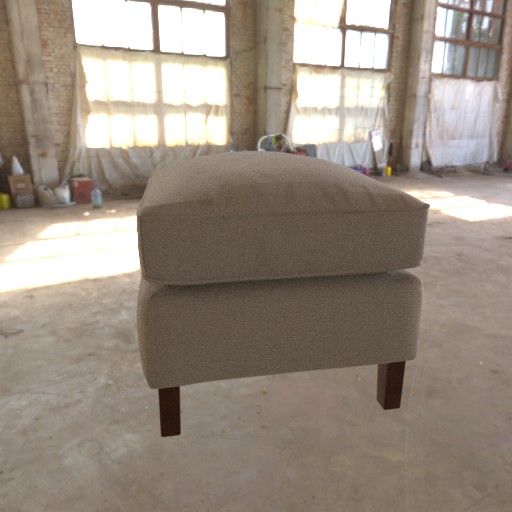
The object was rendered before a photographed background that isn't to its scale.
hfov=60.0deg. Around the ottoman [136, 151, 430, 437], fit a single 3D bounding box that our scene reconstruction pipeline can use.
[{"bbox_3d":[0.000,0.000,1.001,0.501,0.456,0.665,-3,16,-10],"label":"ottoman"}]
